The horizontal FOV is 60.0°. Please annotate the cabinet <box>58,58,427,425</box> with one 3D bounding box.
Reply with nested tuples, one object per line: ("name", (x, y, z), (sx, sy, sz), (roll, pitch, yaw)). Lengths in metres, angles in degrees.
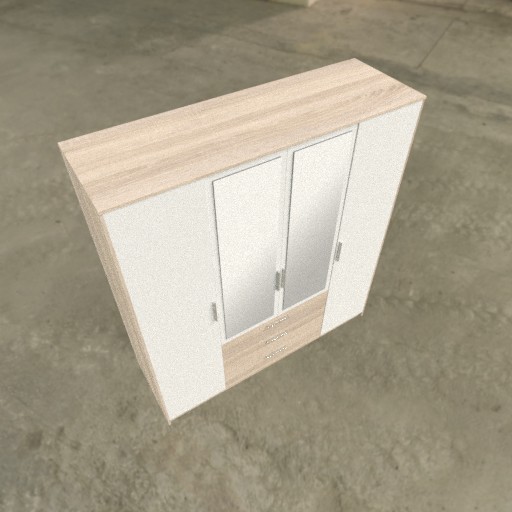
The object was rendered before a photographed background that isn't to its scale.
("cabinet", (0.000, 0.000, 3.040), (1.870, 2.060, 0.620), (-24, 51, -22))
